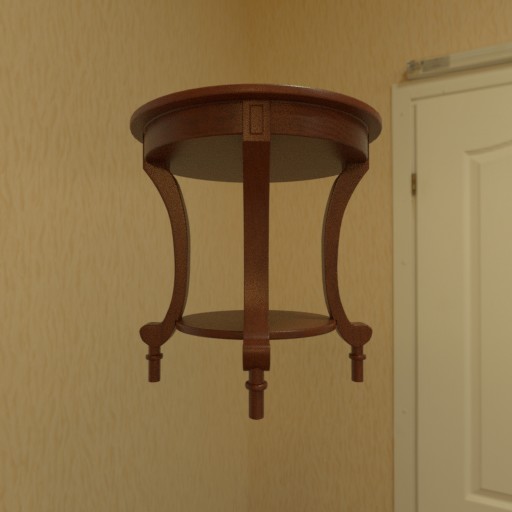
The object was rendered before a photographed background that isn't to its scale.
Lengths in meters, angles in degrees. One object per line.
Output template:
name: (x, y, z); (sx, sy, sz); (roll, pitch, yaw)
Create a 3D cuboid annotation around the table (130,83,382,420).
table: (0.000, 0.000, 1.086); (0.597, 0.612, 0.597); (0, 0, 0)
